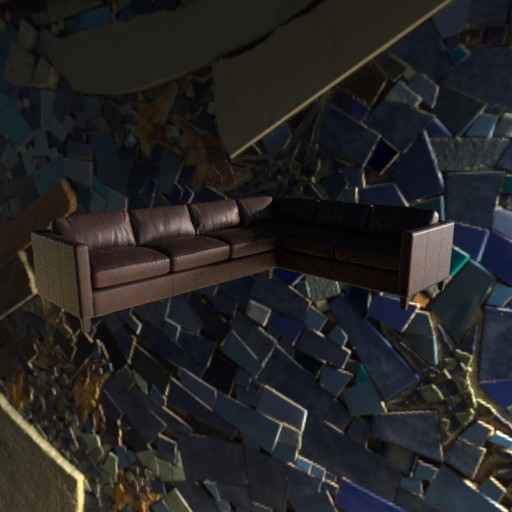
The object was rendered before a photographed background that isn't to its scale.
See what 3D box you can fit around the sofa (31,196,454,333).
[{"bbox_3d":[0.000,0.000,4.185,2.438,0.836,3.152,13,18,43],"label":"sofa"}]
